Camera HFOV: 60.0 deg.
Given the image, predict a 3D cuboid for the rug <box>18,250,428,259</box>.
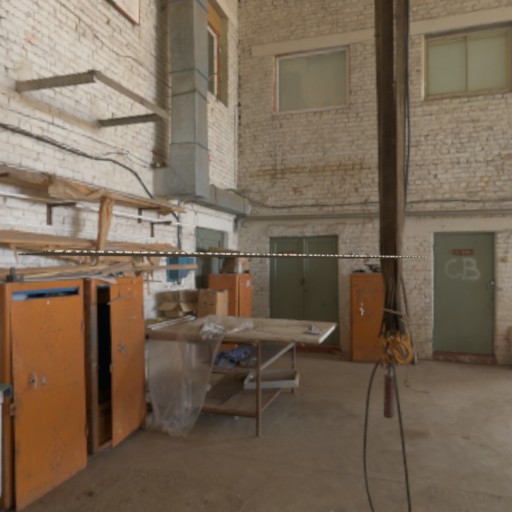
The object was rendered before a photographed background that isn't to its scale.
[{"bbox_3d":[0.000,0.000,2.475,2.277,0.008,0.676,1,-1,-36],"label":"rug"}]
